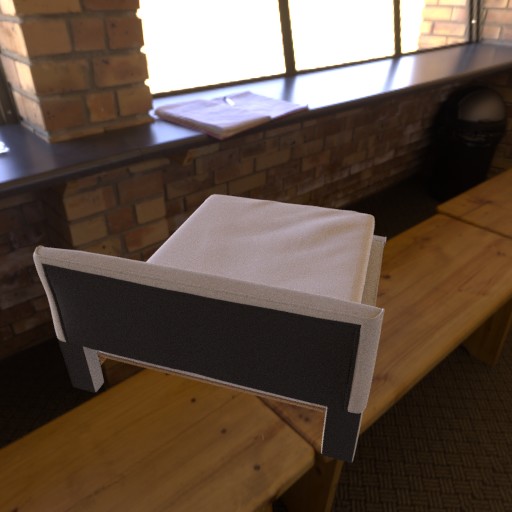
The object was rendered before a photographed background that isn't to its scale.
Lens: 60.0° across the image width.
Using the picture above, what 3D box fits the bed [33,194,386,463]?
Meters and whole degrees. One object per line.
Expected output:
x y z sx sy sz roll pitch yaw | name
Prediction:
0.000 0.000 3.534 1.980 1.126 2.498 9 33 15 | bed
